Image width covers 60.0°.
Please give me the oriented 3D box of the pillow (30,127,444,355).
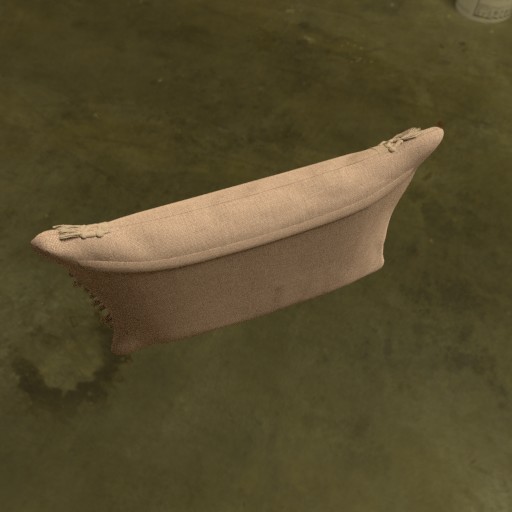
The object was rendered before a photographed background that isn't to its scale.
[{"bbox_3d":[0.000,0.000,0.592,0.466,0.305,0.084,-17,58,-11],"label":"pillow"}]
